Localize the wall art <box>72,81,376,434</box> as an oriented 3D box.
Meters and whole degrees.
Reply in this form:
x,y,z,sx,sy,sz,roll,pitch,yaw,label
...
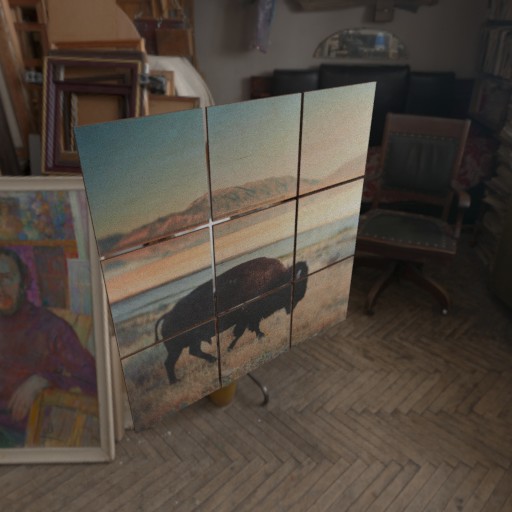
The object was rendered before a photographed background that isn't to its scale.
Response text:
x,y,z,sx,sy,sz,roll,pitch,yaw,label
0.000,0.000,2.259,1.533,1.532,0.019,-21,36,-32,wall art
